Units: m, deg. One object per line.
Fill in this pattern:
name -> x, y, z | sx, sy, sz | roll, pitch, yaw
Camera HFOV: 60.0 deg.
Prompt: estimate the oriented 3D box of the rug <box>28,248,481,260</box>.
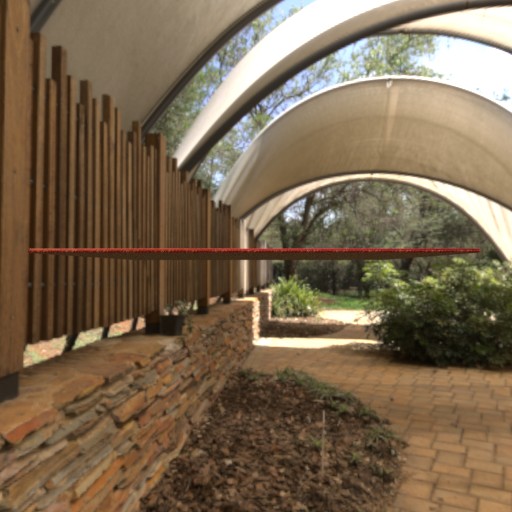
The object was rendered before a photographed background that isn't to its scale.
rug -> 0.000, 0.000, 3.962 | 2.905, 0.028, 2.340 | 0, -2, 1
